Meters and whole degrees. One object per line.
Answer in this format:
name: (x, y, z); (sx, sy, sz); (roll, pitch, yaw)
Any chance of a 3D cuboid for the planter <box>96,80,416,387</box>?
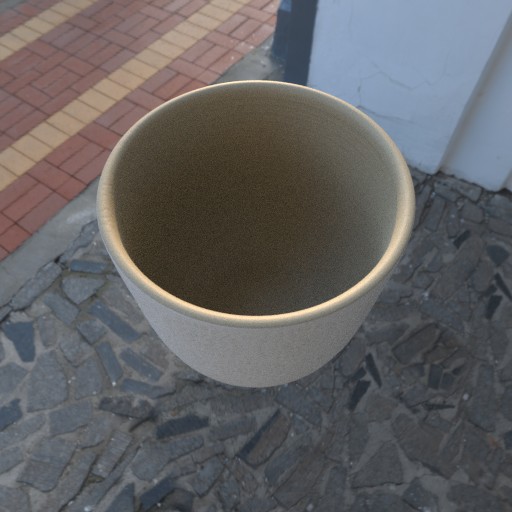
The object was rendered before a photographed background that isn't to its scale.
planter: (0.000, 0.000, 0.373); (0.208, 0.190, 0.208); (0, 59, 0)
